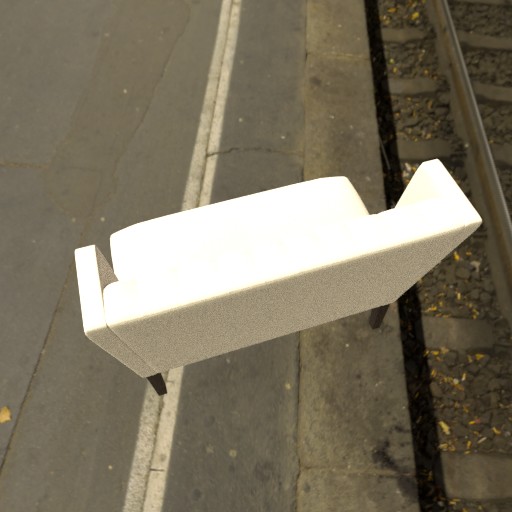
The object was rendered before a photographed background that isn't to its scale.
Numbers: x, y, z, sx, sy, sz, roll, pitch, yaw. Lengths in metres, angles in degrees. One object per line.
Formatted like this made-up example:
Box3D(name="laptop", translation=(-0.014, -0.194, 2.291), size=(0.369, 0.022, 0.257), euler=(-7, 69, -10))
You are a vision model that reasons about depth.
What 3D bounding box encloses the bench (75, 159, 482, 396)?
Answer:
Box3D(name="bench", translation=(0.000, 0.000, 1.989), size=(1.280, 1.123, 0.847), euler=(-15, 60, -9))
